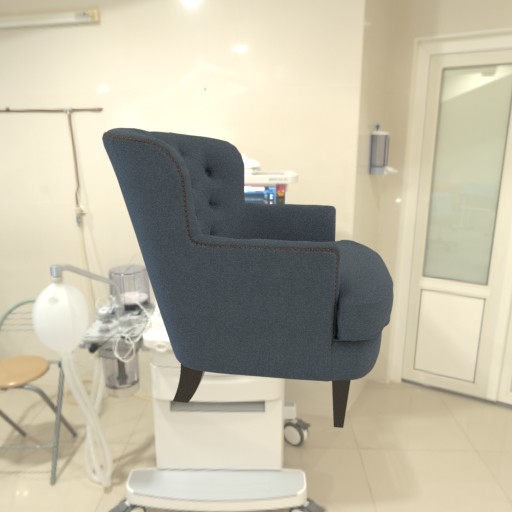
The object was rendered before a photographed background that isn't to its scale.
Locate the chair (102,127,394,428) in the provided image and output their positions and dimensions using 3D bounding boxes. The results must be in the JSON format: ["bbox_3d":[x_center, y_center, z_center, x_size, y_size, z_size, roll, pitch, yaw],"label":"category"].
[{"bbox_3d":[0.000,0.000,1.561,0.906,0.868,0.848,2,14,9],"label":"chair"}]
